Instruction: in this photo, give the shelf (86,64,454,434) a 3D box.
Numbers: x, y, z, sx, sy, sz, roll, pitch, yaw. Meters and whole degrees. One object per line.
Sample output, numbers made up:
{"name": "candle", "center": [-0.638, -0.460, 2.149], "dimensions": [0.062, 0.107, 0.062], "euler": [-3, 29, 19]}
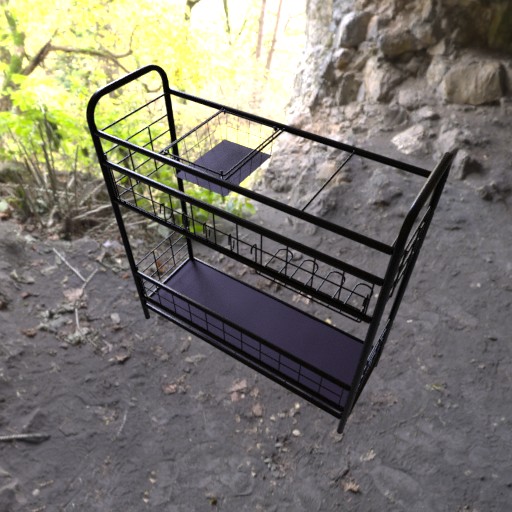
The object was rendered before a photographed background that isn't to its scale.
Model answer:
{"name": "shelf", "center": [0.000, 0.000, 1.520], "dimensions": [0.961, 1.026, 0.350], "euler": [25, 51, 22]}
